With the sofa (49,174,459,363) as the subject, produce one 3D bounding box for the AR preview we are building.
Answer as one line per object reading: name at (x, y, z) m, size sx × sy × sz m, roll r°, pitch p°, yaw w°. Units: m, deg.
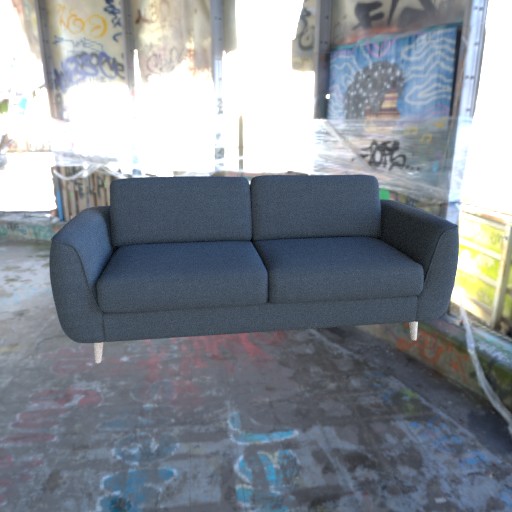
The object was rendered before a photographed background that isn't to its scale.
sofa at (0.000, 0.000, 2.516) m, size 2.000 × 0.850 × 0.920 m, roll -2°, pitch 16°, yaw -8°
